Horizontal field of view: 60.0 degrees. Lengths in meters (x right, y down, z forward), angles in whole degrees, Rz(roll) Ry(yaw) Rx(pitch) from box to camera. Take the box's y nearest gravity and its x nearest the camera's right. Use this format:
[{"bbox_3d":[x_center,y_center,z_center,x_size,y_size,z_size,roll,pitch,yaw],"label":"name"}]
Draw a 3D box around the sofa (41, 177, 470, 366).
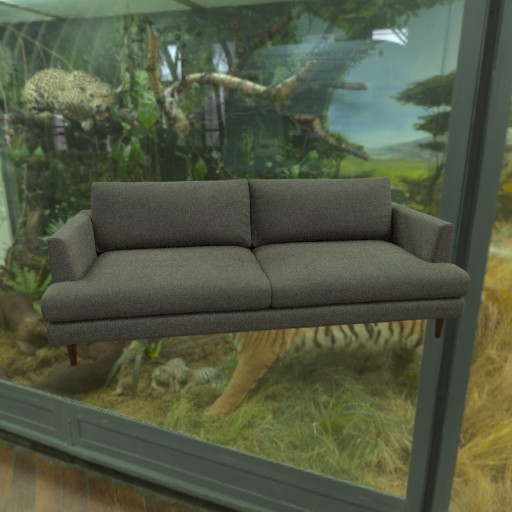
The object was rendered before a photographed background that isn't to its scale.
[{"bbox_3d":[0.000,0.000,2.741,2.250,0.868,1.020,-3,17,-9],"label":"sofa"}]
